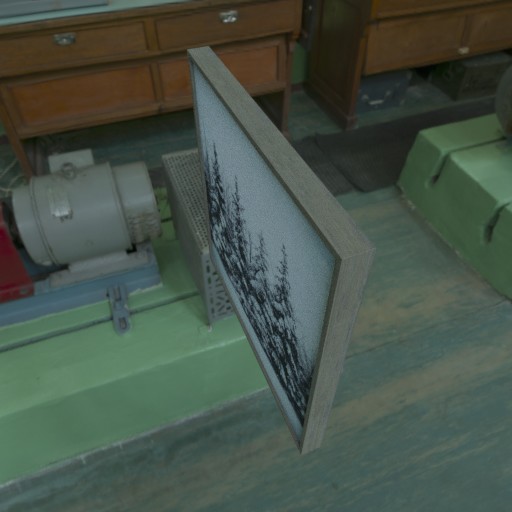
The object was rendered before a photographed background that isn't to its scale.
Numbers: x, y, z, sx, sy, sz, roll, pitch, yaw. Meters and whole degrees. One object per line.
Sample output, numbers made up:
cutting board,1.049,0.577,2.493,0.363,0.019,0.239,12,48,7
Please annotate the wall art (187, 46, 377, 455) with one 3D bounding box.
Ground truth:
wall art,0.000,0.000,0.758,0.037,0.507,0.507,-17,49,-15
